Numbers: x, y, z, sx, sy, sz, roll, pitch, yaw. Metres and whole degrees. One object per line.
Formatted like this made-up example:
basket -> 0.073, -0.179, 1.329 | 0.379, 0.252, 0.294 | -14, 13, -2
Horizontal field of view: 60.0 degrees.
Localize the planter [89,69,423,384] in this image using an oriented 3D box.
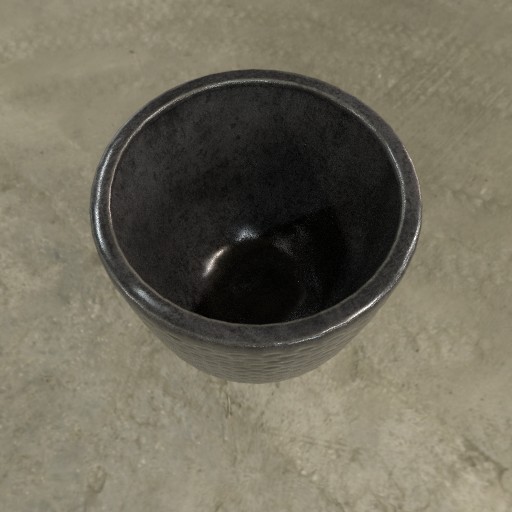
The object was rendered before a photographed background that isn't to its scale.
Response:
planter -> 0.000, 0.000, 0.345 | 0.197, 0.191, 0.197 | 0, 64, 0
